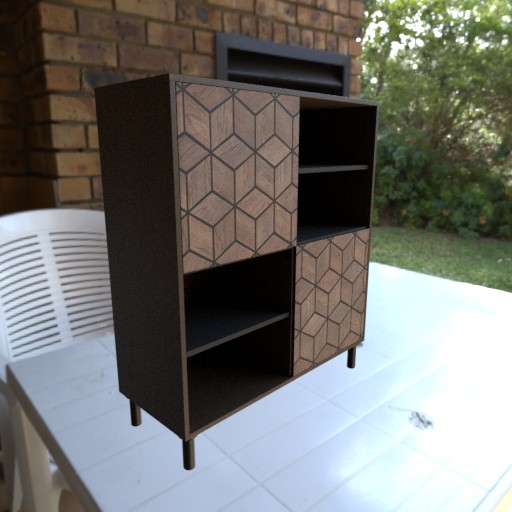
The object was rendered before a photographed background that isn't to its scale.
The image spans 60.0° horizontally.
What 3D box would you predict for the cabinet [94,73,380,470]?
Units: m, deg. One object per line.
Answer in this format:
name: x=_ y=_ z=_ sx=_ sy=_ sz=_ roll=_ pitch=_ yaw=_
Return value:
cabinet: x=0.000 y=0.000 z=1.711 sx=0.400 sy=1.170 sz=1.010 roll=13 pitch=19 yaw=43
